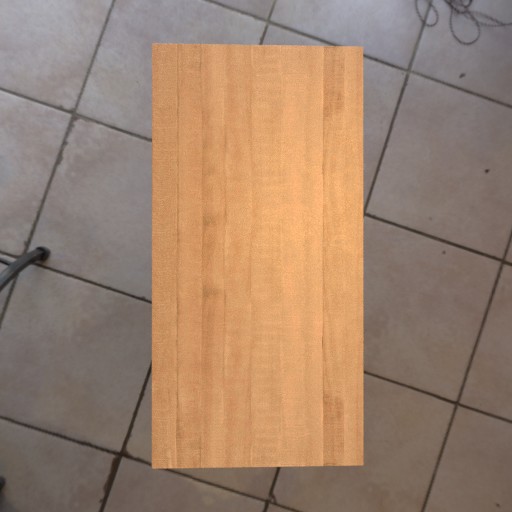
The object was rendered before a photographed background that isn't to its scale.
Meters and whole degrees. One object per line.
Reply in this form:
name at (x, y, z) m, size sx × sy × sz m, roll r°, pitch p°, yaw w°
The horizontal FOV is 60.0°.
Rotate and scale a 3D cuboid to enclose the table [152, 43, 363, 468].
table at (0.000, 0.000, 1.353) m, size 0.551 × 0.399 × 1.100 m, roll 0°, pitch 90°, yaw -2°
